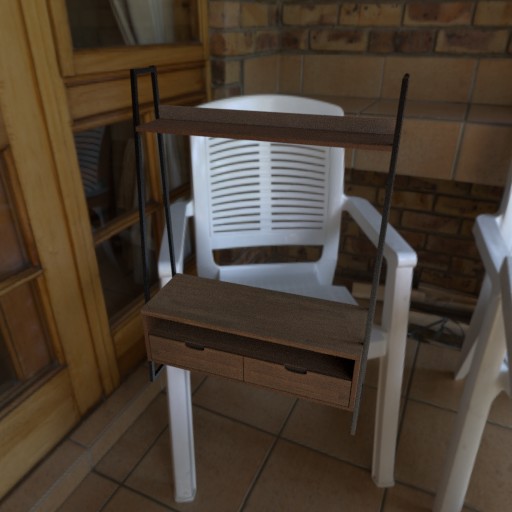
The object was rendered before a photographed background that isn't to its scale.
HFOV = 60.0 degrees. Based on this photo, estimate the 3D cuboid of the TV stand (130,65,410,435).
[{"bbox_3d":[0.000,0.000,2.311,1.250,1.772,0.432,9,29,17],"label":"TV stand"}]
